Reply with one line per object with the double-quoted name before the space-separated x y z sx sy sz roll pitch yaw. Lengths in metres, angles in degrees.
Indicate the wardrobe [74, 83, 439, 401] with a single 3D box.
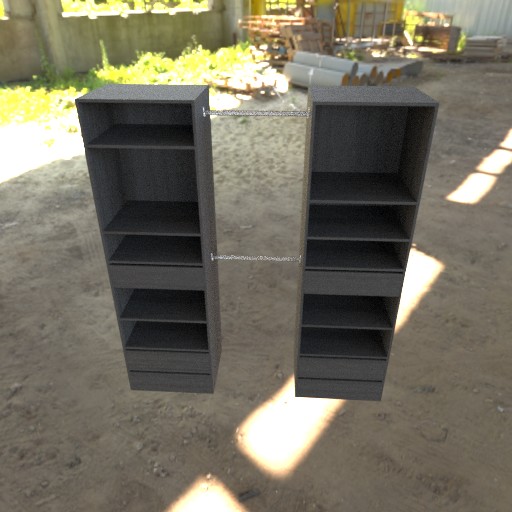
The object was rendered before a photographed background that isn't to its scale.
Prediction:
"wardrobe" 0.000 0.000 2.848 1.770 2.000 0.480 2 30 3
